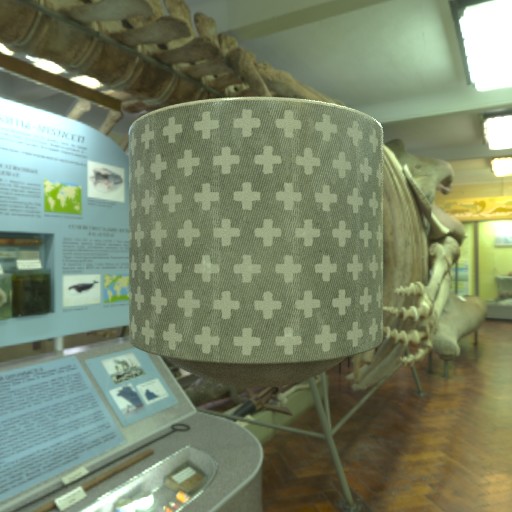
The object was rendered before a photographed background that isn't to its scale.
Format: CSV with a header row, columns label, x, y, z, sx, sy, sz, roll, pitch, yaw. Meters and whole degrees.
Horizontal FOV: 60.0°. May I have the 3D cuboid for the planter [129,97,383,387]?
label,x,y,z,sx,sy,sz,roll,pitch,yaw
planter,0.000,0.000,0.345,0.190,0.181,0.190,0,0,0
